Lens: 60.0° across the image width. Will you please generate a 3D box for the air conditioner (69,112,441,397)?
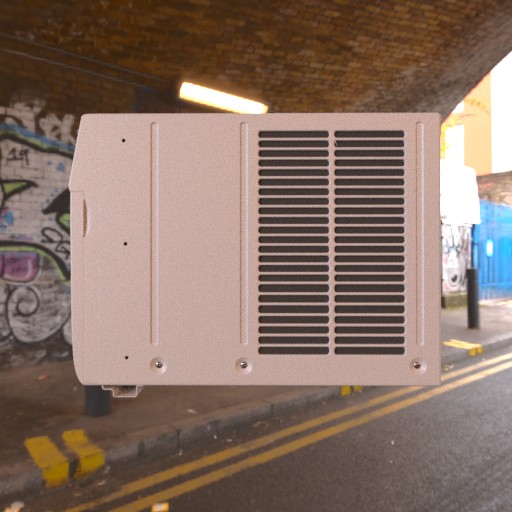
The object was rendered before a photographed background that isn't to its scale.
[{"bbox_3d":[0.000,0.000,1.027,0.599,0.455,0.645,0,0,1],"label":"air conditioner"}]
